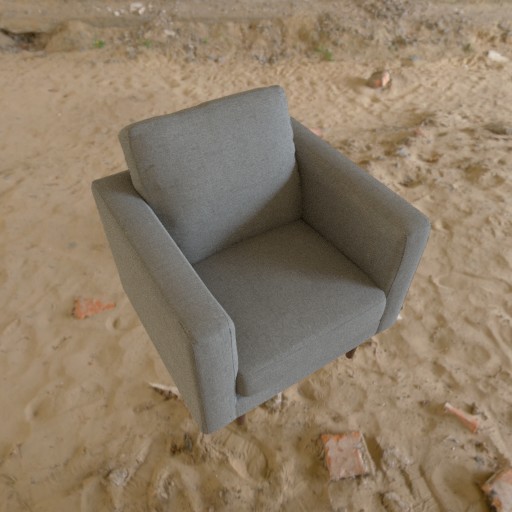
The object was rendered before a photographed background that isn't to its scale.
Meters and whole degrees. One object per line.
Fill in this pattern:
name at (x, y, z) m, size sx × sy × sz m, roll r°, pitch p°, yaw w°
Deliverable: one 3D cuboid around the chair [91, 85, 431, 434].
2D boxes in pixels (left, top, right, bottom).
chair at (0.000, 0.000, 1.591) m, size 0.855 × 0.927 × 0.800 m, roll -24°, pitch 50°, yaw -22°
